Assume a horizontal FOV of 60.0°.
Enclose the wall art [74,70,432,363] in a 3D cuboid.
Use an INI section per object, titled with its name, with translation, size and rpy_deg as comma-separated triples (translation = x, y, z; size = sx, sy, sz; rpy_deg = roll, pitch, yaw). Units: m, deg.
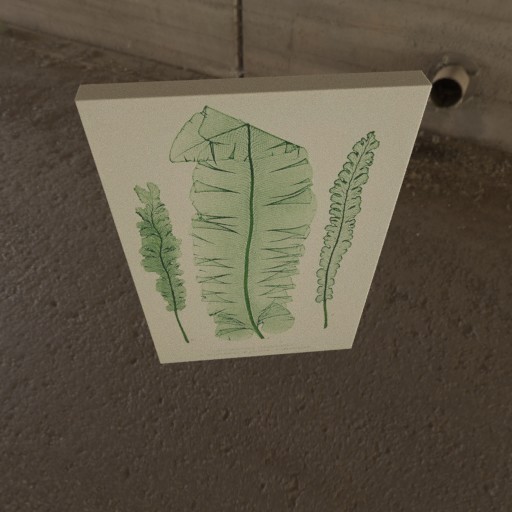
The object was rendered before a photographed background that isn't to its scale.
[wall art]
translation = 0.000, 0.000, 0.754
size = 0.418, 0.608, 0.038
rpy_deg = -4, 48, -3
